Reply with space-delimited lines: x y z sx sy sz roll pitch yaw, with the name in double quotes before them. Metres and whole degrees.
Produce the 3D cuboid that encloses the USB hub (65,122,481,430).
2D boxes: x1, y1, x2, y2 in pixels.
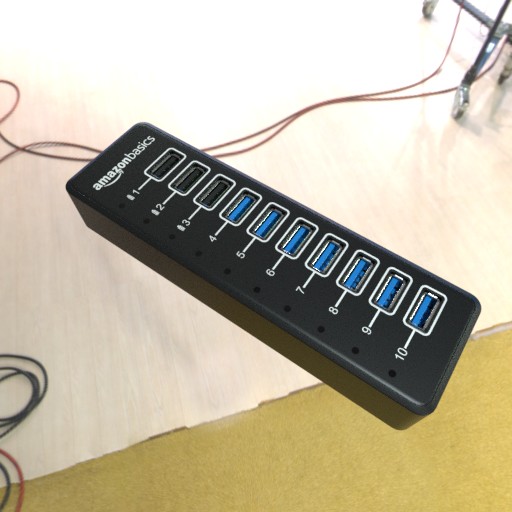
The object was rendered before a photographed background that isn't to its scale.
"USB hub" 0.000 0.000 0.160 0.145 0.023 0.044 31 63 17
